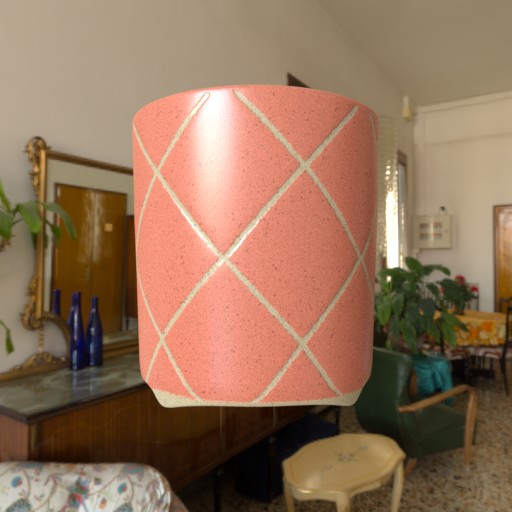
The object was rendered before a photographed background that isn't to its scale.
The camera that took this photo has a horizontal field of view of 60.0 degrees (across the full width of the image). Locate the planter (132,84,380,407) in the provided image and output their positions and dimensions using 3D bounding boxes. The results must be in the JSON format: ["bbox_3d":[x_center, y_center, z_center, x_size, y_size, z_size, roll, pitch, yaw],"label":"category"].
[{"bbox_3d":[0.000,0.000,0.353,0.191,0.200,0.191,0,-1,0],"label":"planter"}]
